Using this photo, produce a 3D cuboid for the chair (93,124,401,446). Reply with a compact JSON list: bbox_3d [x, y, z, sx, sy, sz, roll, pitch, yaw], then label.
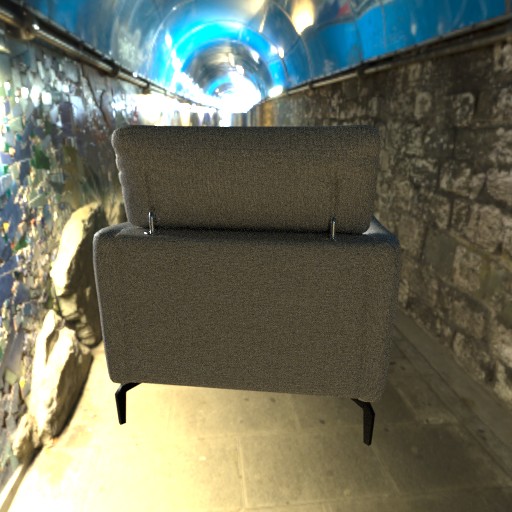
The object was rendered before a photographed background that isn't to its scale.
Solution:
[{"bbox_3d":[0.000,0.000,1.689,0.972,0.967,0.835,2,17,7],"label":"chair"}]
